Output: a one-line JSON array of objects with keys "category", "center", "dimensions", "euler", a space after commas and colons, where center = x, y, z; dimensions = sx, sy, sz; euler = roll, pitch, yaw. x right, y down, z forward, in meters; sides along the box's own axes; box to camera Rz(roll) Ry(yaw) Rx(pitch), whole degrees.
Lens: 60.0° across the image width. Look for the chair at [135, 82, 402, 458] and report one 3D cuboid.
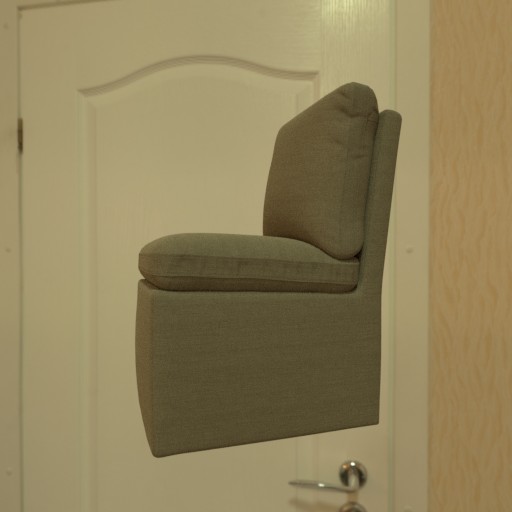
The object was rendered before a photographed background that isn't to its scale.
[{"category": "chair", "center": [0.000, 0.000, 1.330], "dimensions": [0.698, 0.927, 0.503], "euler": [0, 1, -19]}]
